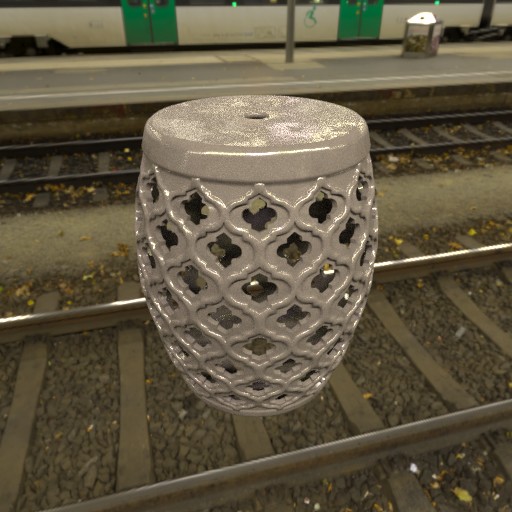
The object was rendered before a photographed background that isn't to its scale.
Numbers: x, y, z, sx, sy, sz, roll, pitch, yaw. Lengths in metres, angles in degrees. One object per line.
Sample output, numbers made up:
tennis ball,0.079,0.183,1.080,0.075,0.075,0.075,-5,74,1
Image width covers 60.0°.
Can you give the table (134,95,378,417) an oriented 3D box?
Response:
table,0.000,0.000,0.626,0.325,0.388,0.325,0,31,0
